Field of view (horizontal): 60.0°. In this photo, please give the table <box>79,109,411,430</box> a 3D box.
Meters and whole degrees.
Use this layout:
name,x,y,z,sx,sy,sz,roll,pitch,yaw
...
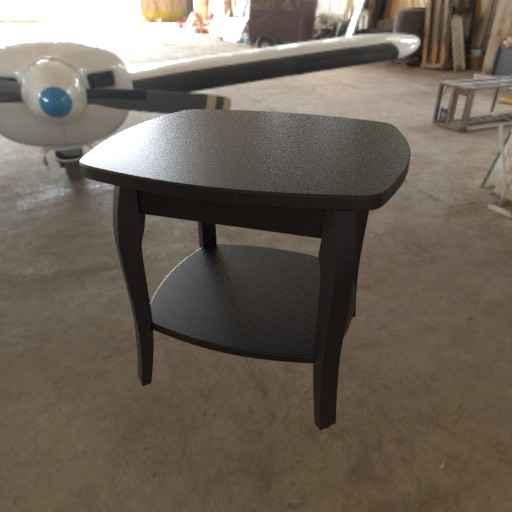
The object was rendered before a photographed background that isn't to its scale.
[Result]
name,x,y,z,sx,sy,sz,roll,pitch,yaw
table,0.000,0.000,0.872,0.508,0.457,0.457,9,31,15
